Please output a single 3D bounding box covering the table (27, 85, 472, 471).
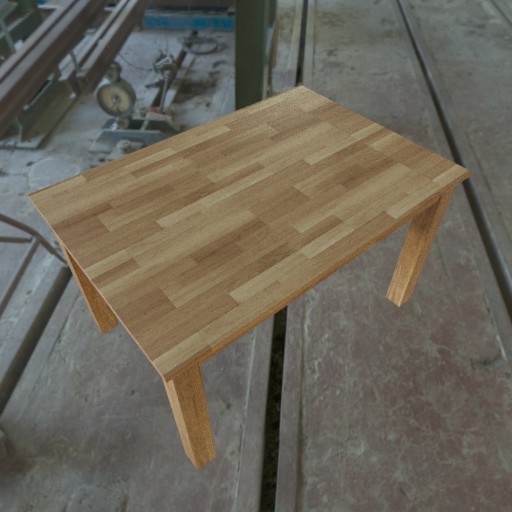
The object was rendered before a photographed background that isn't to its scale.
[{"bbox_3d":[0.000,0.000,1.842,1.300,0.750,0.900,-31,54,-26],"label":"table"}]
